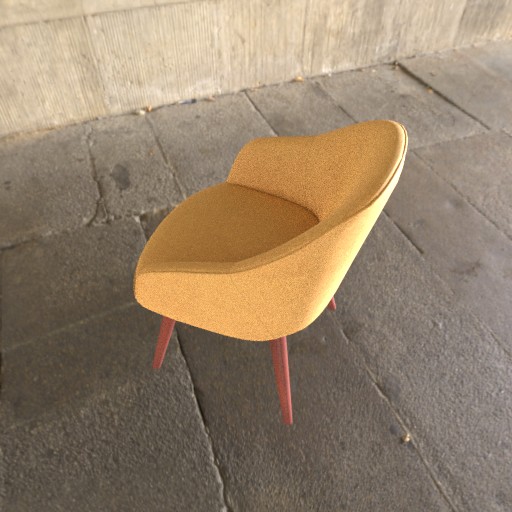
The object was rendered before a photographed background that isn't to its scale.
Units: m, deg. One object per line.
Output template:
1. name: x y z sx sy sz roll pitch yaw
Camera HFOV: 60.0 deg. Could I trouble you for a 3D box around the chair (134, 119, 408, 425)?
1. chair: 0.000 0.000 1.249 0.635 0.823 0.596 18 49 16
